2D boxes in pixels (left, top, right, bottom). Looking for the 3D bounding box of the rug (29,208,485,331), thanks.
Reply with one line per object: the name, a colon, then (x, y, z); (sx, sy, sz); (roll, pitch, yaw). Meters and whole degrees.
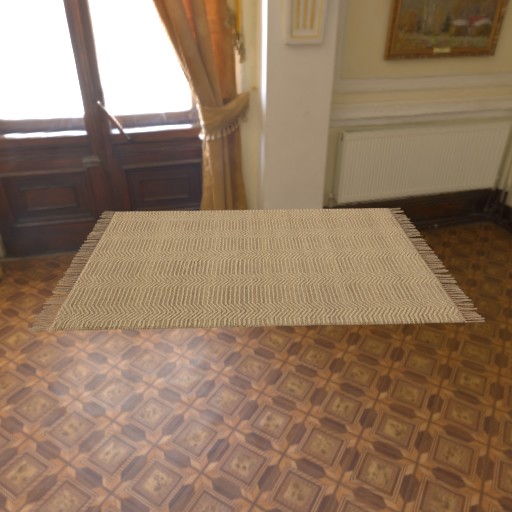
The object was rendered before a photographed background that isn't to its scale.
rug: (0.000, 0.000, 3.073); (2.523, 0.034, 1.528); (-1, 30, -1)
